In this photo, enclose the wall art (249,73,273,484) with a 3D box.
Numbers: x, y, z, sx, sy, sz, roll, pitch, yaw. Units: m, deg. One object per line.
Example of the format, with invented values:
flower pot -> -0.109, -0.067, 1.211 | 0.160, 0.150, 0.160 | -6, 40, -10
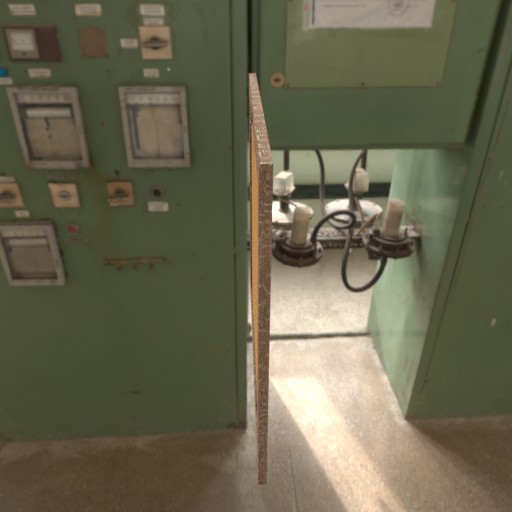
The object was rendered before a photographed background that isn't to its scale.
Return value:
wall art -> 0.000, 0.000, 0.576 | 0.012, 0.384, 0.384 | -1, 31, -2
